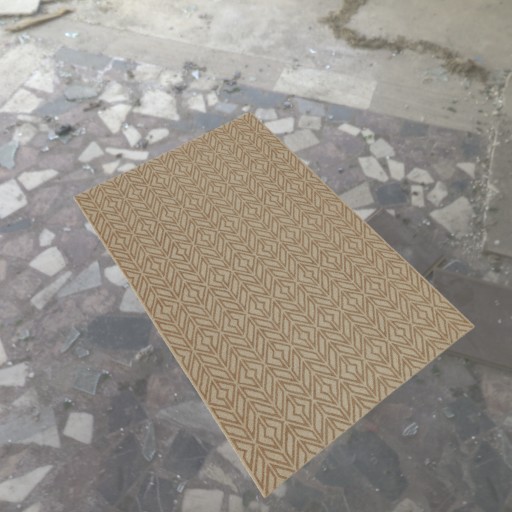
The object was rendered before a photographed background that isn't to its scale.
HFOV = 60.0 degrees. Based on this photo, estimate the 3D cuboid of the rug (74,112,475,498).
[{"bbox_3d":[0.000,0.000,2.284,1.220,0.007,1.828,-31,63,-18],"label":"rug"}]
